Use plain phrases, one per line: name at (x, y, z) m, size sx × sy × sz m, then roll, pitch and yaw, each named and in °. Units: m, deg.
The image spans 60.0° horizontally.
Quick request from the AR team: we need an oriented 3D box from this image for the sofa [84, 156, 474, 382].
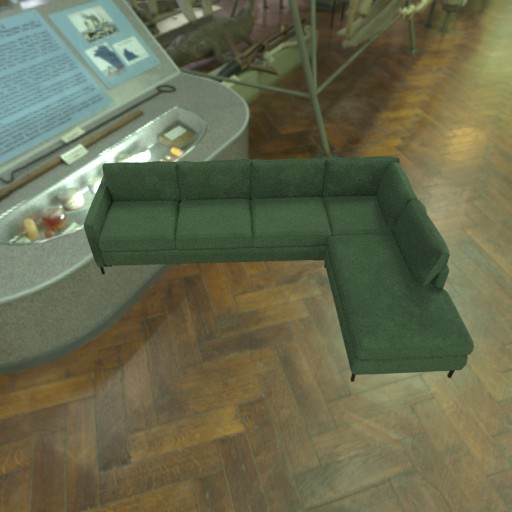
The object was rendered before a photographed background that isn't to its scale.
sofa at (0.000, 0.000, 3.144) m, size 2.486 × 0.687 × 1.707 m, roll -2°, pitch 42°, yaw -2°
